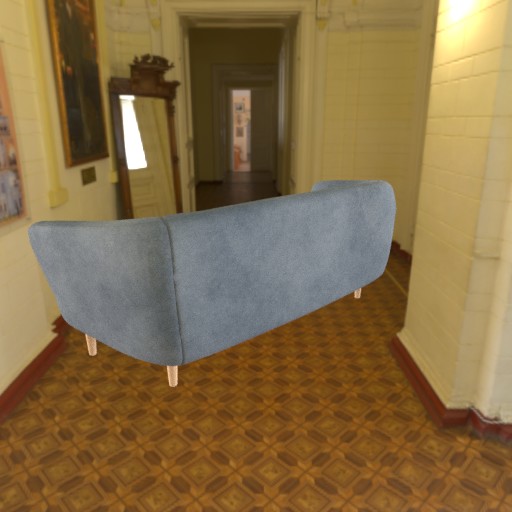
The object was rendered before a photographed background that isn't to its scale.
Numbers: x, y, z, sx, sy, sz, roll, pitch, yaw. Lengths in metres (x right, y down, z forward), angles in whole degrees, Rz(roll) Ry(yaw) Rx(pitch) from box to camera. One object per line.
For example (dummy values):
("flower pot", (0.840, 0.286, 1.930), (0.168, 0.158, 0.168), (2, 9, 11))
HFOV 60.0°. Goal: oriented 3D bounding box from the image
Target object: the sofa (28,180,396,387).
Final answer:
("sofa", (0.000, 0.000, 2.494), (2.095, 0.795, 0.849), (-16, 23, -42))
